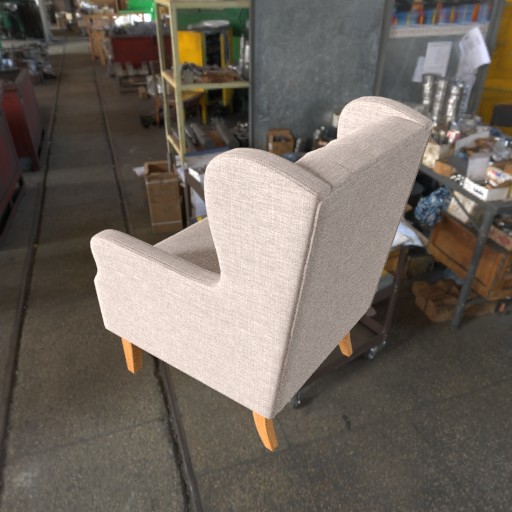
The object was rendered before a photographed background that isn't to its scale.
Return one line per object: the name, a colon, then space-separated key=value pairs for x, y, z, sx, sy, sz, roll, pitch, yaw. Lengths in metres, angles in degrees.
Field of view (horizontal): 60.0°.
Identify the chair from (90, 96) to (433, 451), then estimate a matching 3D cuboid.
chair: x=0.000 y=0.000 z=1.416 sx=0.760 sy=0.930 sz=0.710 roll=22 pitch=38 yaw=31
